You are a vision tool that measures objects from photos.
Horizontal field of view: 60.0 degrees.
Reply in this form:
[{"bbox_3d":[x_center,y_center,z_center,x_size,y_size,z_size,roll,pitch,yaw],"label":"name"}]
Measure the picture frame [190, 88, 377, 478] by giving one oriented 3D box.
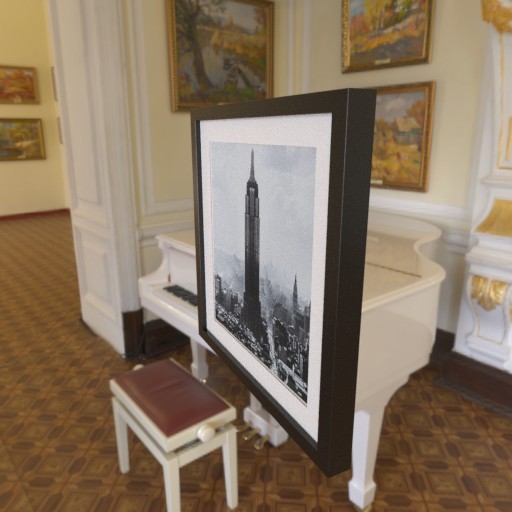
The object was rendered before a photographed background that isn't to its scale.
[{"bbox_3d":[0.000,0.000,0.537,0.029,0.353,0.355,-8,18,-26],"label":"picture frame"}]
